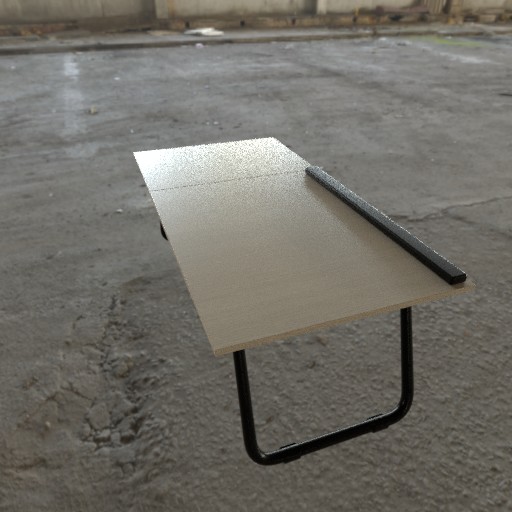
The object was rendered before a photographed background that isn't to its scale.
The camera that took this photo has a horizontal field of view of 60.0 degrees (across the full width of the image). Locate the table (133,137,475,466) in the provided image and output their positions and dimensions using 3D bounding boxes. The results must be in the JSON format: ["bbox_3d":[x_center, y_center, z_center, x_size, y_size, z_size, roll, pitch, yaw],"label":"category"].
[{"bbox_3d":[0.000,0.000,0.794,0.322,0.242,0.644,-11,33,-17],"label":"table"}]
